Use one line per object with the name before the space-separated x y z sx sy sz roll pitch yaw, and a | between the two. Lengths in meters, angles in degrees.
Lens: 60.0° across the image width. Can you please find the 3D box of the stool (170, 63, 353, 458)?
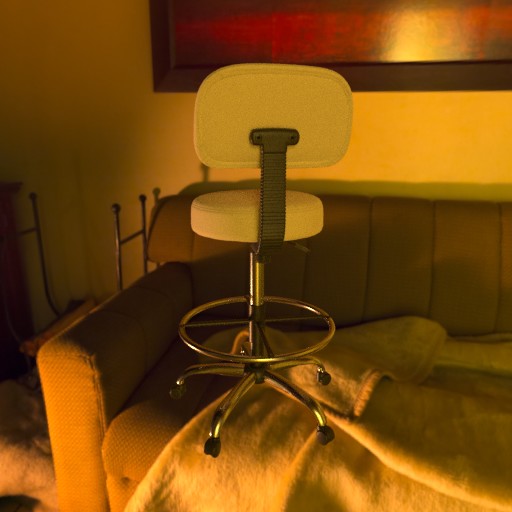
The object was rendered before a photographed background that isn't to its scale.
stool | 0.000 0.000 1.452 0.609 1.080 0.616 -2 15 -9
